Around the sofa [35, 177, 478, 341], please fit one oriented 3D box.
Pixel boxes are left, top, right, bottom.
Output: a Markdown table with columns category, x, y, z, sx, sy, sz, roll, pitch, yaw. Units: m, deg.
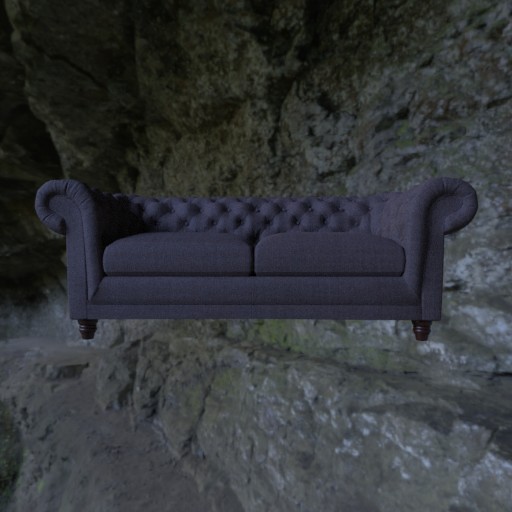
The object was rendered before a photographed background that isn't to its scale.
| category | x | y | z | sx | sy | sz | roll | pitch | yaw |
| --- | --- | --- | --- | --- | --- | --- | --- | --- | --- |
| sofa | 0.000 | 0.000 | 2.480 | 2.048 | 0.780 | 0.944 | 0 | 0 | 1 |
